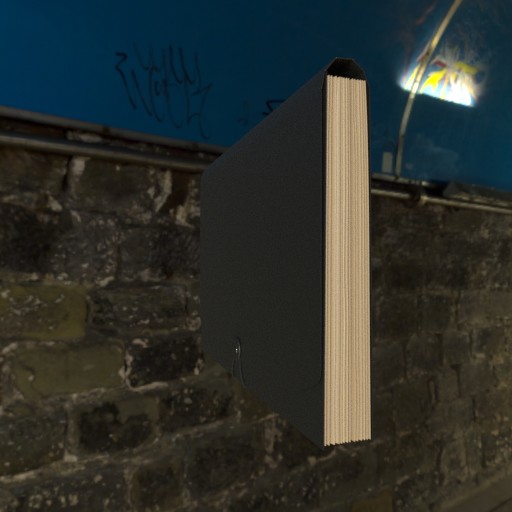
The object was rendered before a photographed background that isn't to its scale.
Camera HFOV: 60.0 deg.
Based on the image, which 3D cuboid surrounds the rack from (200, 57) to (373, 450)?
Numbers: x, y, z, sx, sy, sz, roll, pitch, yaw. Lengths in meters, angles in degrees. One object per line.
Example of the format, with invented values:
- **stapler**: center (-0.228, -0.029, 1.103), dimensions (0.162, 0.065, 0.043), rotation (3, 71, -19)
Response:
- **rack**: center (0.000, 0.000, 0.428), dimensions (0.041, 0.241, 0.330), rotation (0, -1, -20)
